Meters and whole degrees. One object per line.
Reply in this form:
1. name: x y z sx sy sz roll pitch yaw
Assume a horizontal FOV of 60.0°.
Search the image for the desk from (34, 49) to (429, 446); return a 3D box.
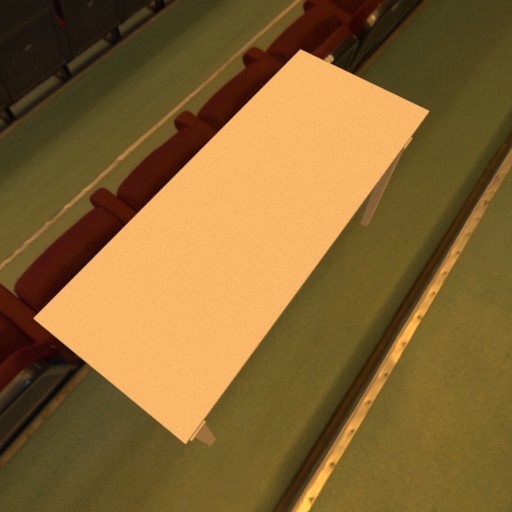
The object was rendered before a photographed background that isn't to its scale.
1. desk: 0.000 0.000 1.772 0.559 0.774 1.372 33 68 15
